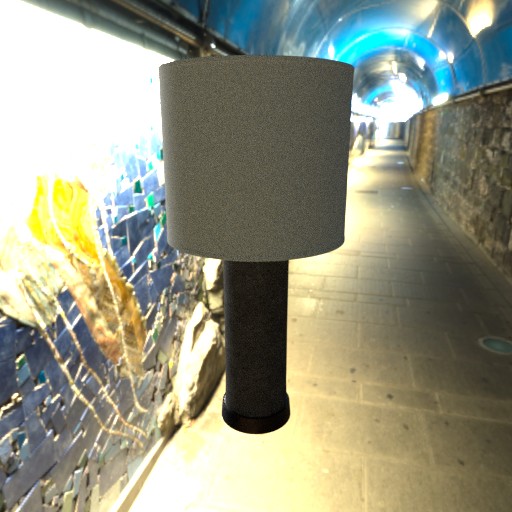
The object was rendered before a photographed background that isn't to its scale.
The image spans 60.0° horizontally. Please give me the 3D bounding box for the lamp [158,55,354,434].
[{"bbox_3d":[0.000,0.000,0.774,0.301,0.630,0.301,8,18,25],"label":"lamp"}]
